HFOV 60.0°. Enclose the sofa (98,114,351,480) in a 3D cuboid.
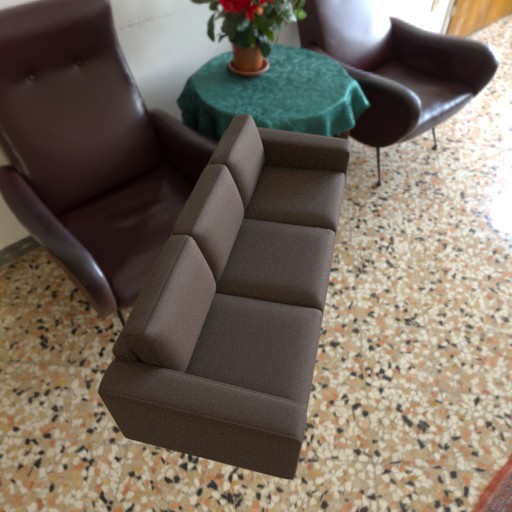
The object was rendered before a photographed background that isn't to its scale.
[{"bbox_3d":[0.000,0.000,2.636,0.900,0.806,2.160,10,49,9],"label":"sofa"}]
